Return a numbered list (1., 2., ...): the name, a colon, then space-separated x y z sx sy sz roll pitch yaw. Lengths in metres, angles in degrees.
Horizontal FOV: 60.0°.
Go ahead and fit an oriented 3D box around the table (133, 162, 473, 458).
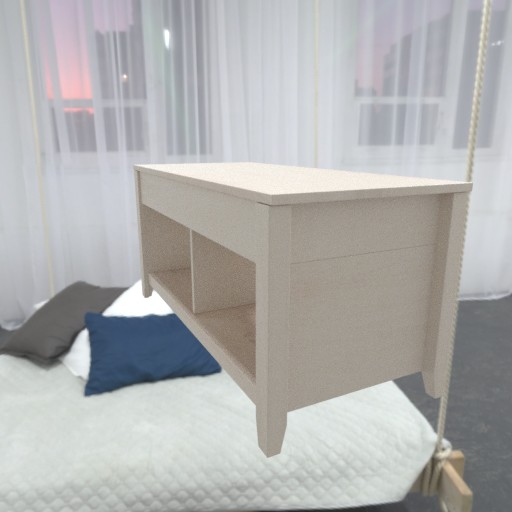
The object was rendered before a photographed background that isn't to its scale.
1. table: 0.000 0.000 1.282 0.457 0.483 1.016 -7 16 -26
